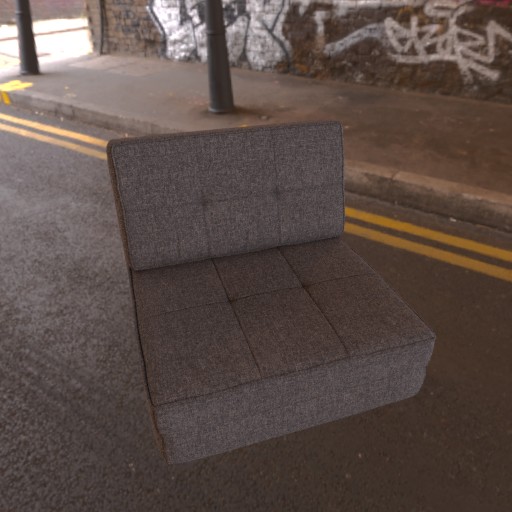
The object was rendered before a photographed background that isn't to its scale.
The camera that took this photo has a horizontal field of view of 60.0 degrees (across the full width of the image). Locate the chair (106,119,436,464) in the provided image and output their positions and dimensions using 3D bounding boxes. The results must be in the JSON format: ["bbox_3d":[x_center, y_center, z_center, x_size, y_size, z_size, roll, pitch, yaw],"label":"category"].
[{"bbox_3d":[0.000,0.000,1.295,0.740,0.615,0.800,-10,34,-15],"label":"chair"}]
